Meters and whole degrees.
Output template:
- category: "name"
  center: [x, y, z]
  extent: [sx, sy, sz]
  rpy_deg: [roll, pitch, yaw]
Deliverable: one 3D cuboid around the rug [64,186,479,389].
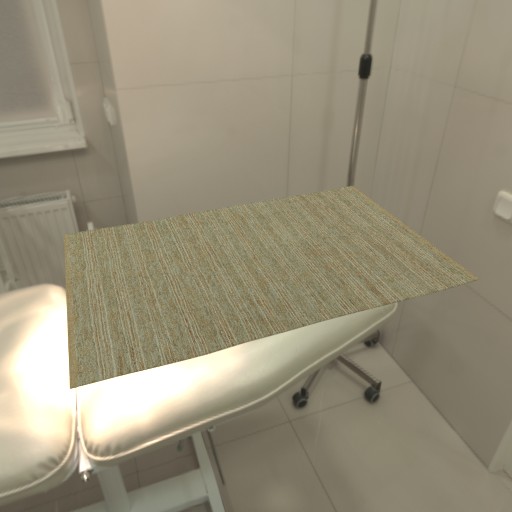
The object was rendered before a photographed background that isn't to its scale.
- category: "rug"
  center: [0.000, 0.000, 3.035]
  extent: [2.448, 0.012, 1.540]
  rpy_deg: [-12, 35, -17]
